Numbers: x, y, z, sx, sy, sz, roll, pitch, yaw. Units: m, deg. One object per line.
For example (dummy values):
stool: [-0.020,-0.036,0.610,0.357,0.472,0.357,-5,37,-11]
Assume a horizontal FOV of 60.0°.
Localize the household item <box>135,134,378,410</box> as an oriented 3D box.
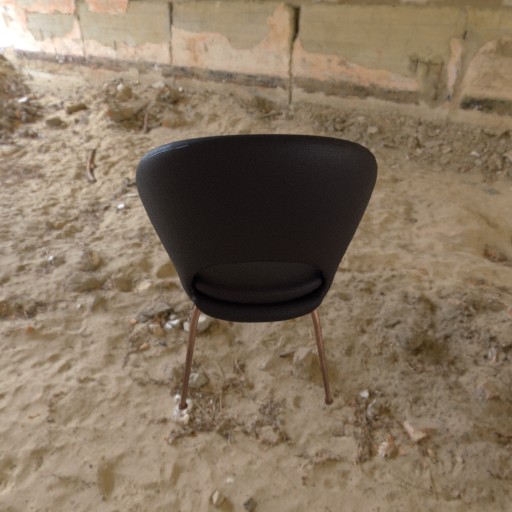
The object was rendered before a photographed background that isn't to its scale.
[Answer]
household item: [0.000,0.000,1.297,0.623,0.852,0.573,-1,30,-2]
